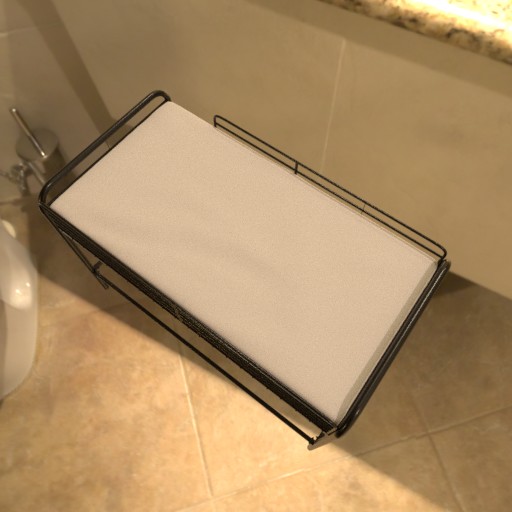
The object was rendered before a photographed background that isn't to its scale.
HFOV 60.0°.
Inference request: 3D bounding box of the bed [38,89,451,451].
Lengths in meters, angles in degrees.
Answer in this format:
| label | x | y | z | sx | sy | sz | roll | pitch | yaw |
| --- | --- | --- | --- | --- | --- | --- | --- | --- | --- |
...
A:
| label | x | y | z | sx | sy | sz | roll | pitch | yaw |
| --- | --- | --- | --- | --- | --- | --- | --- | --- | --- |
| bed | 0.000 | 0.000 | 2.893 | 1.968 | 1.289 | 1.393 | 34 | 69 | 15 |
